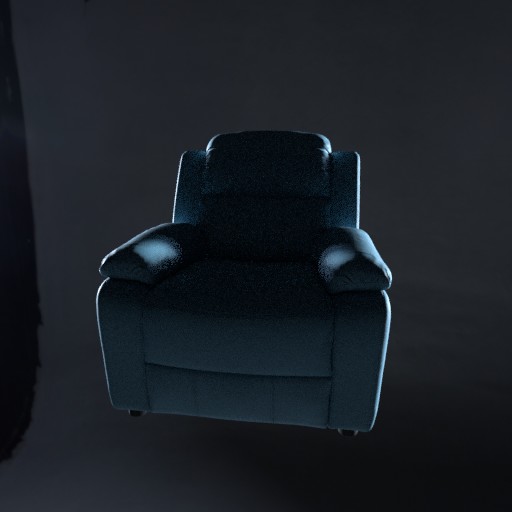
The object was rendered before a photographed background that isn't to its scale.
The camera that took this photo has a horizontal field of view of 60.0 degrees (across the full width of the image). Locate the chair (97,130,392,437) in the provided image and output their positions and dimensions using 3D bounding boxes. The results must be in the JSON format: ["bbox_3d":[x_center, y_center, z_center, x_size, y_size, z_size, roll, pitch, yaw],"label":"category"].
[{"bbox_3d":[0.000,0.000,1.269,0.680,0.702,0.709,2,15,8],"label":"chair"}]
